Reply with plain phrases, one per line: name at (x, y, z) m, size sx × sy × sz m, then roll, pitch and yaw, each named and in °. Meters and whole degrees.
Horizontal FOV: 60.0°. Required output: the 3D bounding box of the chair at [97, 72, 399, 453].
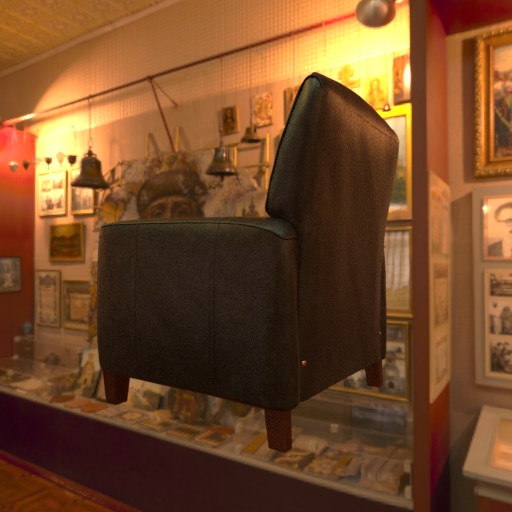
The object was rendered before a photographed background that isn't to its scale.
chair at (0.000, 0.000, 1.630) m, size 0.864 × 1.014 × 0.848 m, roll -1°, pitch -1°, yaw 34°
